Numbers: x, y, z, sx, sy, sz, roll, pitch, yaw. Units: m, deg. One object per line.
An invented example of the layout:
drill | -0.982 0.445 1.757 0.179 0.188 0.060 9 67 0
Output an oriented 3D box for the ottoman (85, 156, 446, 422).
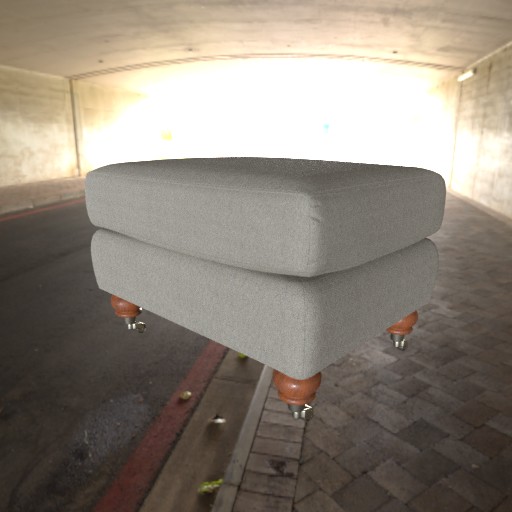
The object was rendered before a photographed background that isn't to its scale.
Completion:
ottoman | 0.000 0.000 1.161 0.773 0.504 0.569 14 20 42
